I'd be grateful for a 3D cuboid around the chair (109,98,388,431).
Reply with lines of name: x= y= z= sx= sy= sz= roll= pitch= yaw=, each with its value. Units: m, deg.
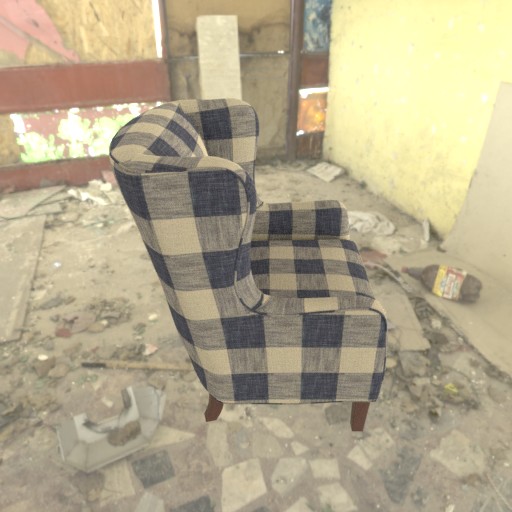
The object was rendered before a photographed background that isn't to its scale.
chair: x=0.000 y=0.000 z=1.713 sx=0.889 sy=1.041 sz=0.830 roll=0 pitch=31 yaw=1
